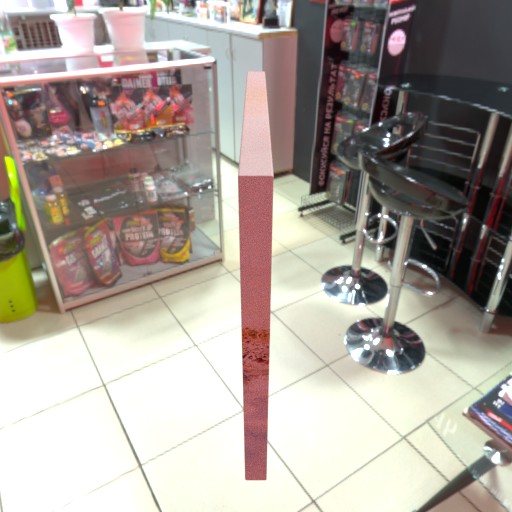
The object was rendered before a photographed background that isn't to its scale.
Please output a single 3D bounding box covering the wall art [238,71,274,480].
[{"bbox_3d":[0.000,0.000,1.603,0.071,1.061,1.061,0,33,0],"label":"wall art"}]
